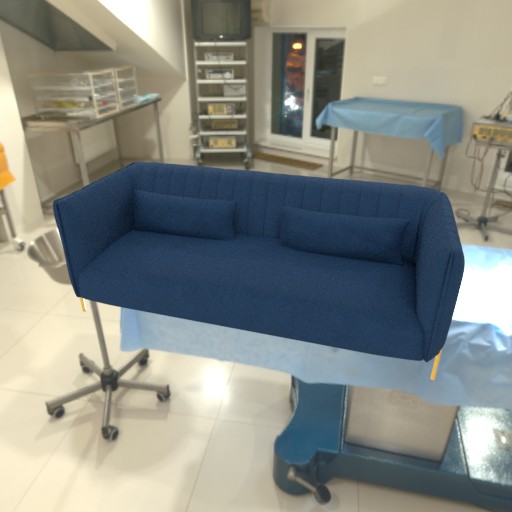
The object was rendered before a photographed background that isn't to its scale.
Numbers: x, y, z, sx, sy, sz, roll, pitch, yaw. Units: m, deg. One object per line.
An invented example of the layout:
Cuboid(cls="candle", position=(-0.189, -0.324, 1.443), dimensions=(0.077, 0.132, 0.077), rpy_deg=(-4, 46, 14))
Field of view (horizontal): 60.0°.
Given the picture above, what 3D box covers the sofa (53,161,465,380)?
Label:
Cuboid(cls="sofa", position=(0.000, 0.000, 2.634), dimensions=(2.136, 0.793, 0.896), rpy_deg=(8, 29, 15))
